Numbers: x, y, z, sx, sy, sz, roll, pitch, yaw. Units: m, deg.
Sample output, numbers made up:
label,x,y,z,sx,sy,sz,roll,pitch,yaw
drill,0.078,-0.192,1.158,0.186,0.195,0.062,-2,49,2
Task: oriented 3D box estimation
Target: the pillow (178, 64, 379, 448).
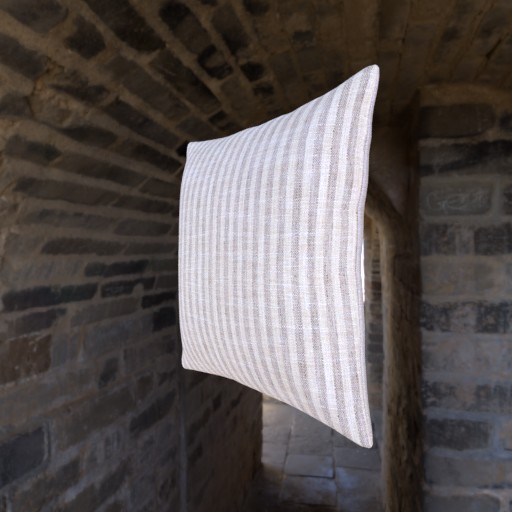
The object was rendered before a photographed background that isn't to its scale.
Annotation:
label,x,y,z,sx,sy,sz,roll,pitch,yaw
pillow,0.000,0.000,0.794,0.166,0.510,0.523,0,0,-37
